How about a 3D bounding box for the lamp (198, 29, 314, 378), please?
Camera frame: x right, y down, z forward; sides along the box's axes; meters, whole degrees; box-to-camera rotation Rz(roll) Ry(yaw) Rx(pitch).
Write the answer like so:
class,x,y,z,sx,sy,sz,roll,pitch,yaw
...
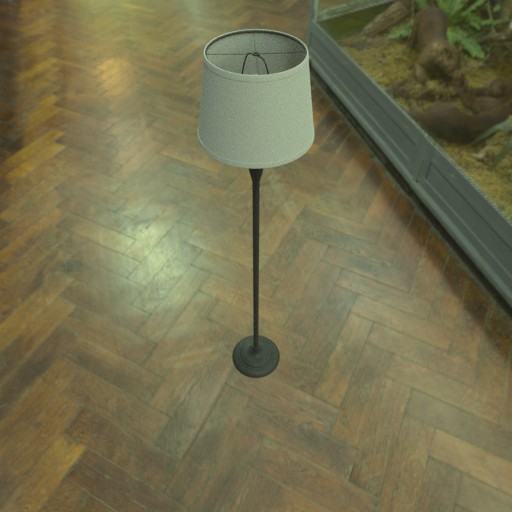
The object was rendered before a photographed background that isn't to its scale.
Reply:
class,x,y,z,sx,sy,sz,roll,pitch,yaw
lamp,0.000,0.000,1.639,0.327,1.506,0.327,34,57,26
